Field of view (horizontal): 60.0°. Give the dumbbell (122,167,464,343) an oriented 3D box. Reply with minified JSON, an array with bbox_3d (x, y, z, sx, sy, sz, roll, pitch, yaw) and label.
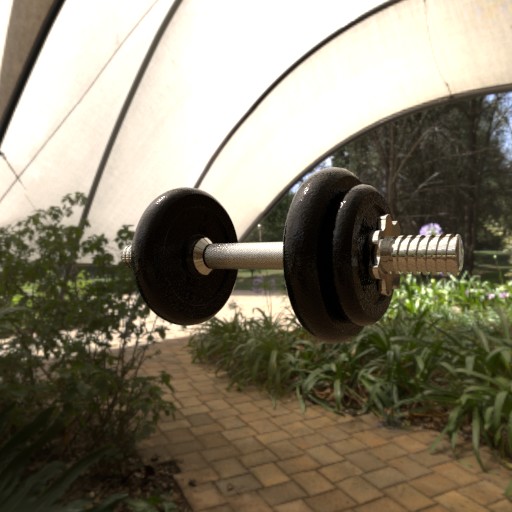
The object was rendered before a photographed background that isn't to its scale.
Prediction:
[{"bbox_3d":[0.000,0.000,0.583,0.497,0.202,0.202,0,-1,35],"label":"dumbbell"}]
